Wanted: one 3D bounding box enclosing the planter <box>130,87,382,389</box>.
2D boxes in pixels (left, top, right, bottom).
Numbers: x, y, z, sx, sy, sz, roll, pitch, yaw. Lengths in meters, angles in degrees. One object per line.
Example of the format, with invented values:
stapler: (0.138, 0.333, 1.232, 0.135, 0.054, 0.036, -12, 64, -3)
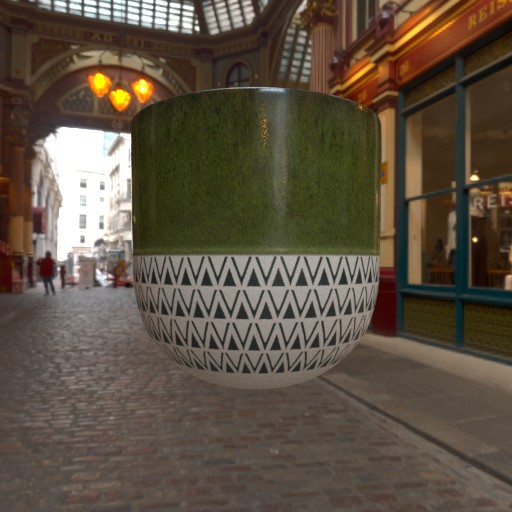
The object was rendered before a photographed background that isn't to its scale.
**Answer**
planter: (0.000, 0.000, 0.487, 0.266, 0.270, 0.266, 0, 0, 0)
